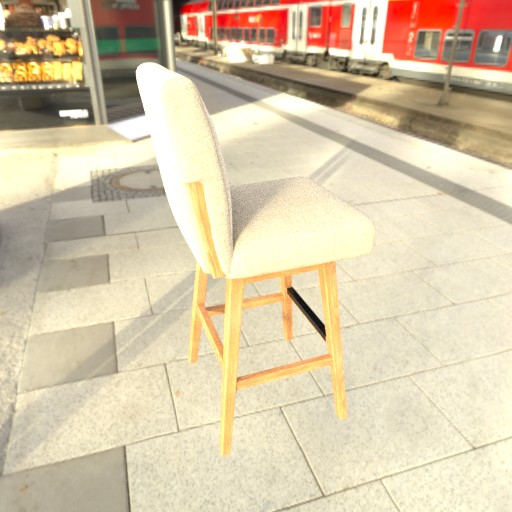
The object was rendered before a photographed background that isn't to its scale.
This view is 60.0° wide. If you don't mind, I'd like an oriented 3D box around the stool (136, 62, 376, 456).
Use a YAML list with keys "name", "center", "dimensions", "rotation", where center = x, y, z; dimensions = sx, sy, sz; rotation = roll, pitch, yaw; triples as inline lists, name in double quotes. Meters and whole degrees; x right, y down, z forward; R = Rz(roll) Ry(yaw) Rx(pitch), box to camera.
- name: "stool"
  center: [0.000, 0.000, 1.388]
  dimensions: [0.569, 1.106, 0.483]
  rotation: [-10, 29, -18]
